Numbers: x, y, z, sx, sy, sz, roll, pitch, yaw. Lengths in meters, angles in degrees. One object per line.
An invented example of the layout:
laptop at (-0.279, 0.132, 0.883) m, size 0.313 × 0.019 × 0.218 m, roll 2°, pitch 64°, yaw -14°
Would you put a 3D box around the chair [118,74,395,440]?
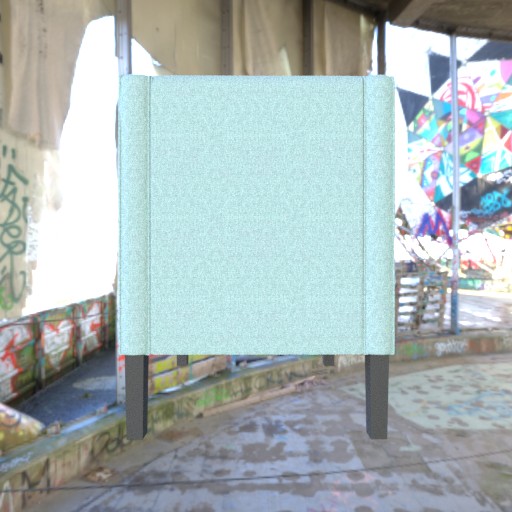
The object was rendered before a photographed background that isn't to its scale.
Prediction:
chair at (0.000, 0.000, 1.857) m, size 0.857 × 1.133 × 1.025 m, roll 0°, pitch 0°, yaw 0°
